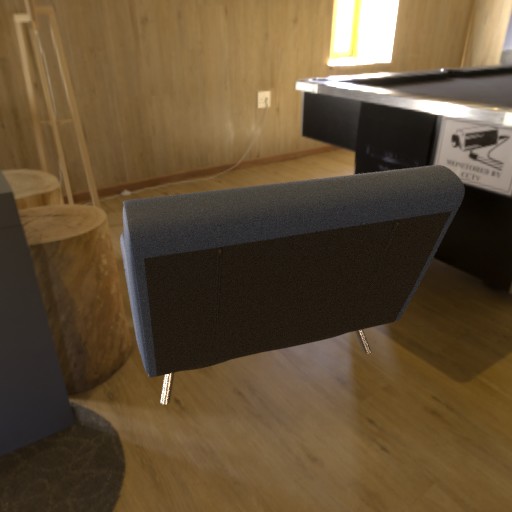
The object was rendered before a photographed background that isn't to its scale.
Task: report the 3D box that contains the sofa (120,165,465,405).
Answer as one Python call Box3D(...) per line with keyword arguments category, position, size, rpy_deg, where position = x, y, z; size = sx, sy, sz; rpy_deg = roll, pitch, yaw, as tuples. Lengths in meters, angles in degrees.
Box3D(category="sofa", position=(0.000, 0.000, 1.754), size=(0.999, 0.860, 0.996), rpy_deg=(-9, 29, -17))
